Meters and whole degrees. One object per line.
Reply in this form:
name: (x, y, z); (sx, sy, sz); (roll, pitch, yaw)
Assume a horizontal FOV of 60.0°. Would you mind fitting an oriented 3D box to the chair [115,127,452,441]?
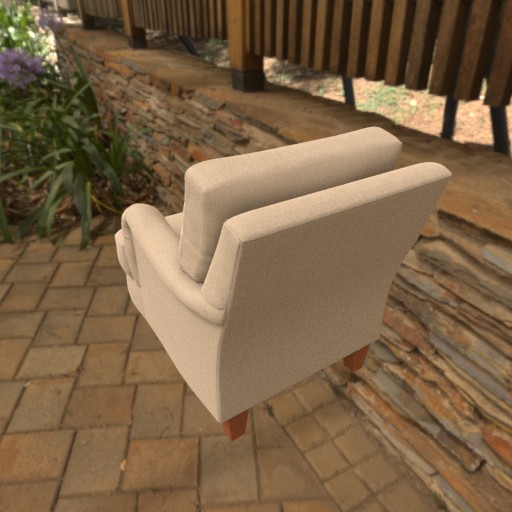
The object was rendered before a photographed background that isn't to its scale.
chair: (0.000, 0.000, 1.847); (0.895, 1.076, 1.078); (-19, 35, -29)
